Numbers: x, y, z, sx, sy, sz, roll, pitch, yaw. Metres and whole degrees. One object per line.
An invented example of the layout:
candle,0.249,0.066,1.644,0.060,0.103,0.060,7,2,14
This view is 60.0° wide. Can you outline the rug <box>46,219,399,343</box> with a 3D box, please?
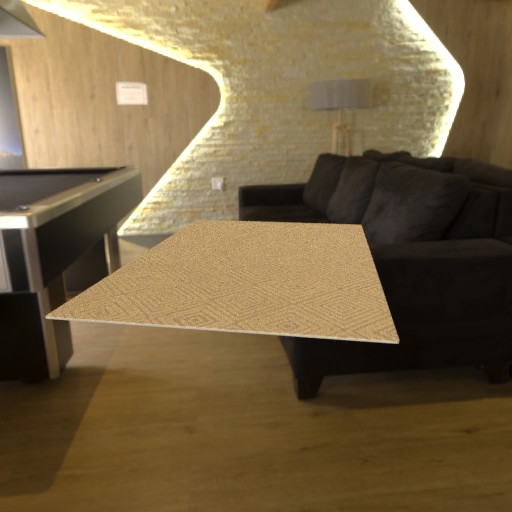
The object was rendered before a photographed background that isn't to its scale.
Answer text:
rug,0.000,0.000,2.225,1.143,0.008,1.753,3,16,9
